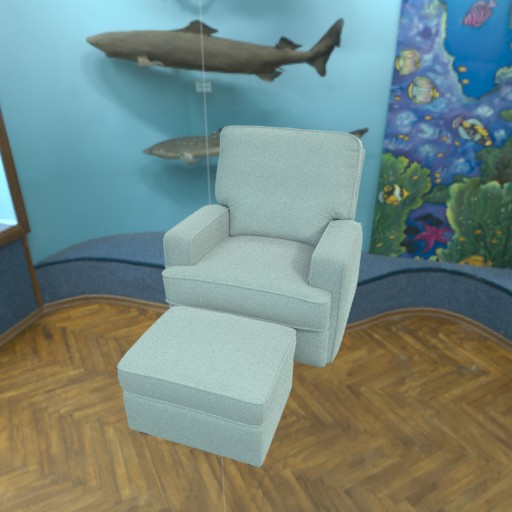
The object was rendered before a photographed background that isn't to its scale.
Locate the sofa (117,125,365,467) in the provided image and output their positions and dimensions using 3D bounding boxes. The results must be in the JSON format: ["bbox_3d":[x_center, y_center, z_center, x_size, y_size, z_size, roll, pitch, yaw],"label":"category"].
[{"bbox_3d":[0.000,0.000,2.020,0.861,0.959,1.472,9,28,17],"label":"sofa"}]
